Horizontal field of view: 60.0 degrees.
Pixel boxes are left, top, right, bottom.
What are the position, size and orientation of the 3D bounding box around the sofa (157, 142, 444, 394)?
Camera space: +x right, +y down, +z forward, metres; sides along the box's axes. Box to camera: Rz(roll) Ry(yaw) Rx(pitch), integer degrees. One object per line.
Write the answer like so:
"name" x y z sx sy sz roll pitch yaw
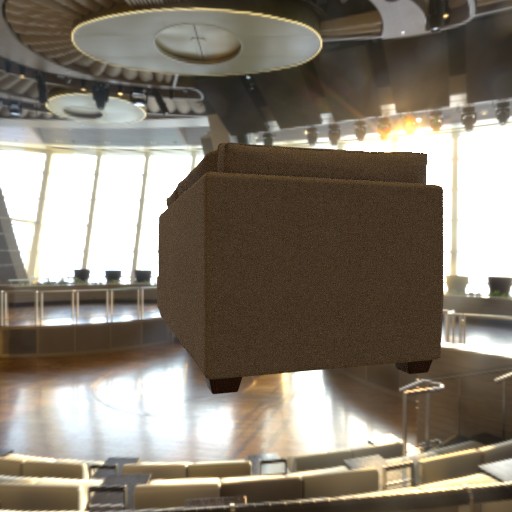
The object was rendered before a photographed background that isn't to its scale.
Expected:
"sofa" 0.000 0.000 2.835 1.110 1.019 2.238 0 0 -17
